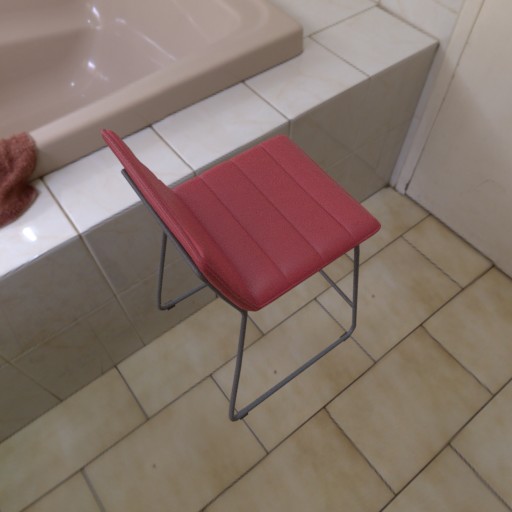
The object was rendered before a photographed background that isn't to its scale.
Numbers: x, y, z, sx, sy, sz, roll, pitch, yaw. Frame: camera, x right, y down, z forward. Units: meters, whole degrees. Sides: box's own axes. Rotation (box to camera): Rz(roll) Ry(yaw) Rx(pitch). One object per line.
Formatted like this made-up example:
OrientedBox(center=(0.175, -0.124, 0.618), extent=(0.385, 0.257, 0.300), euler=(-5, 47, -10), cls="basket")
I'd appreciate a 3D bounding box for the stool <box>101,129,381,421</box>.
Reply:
OrientedBox(center=(0.000, 0.000, 1.208), extent=(0.524, 0.866, 0.489), euler=(-31, 62, -18), cls="stool")
